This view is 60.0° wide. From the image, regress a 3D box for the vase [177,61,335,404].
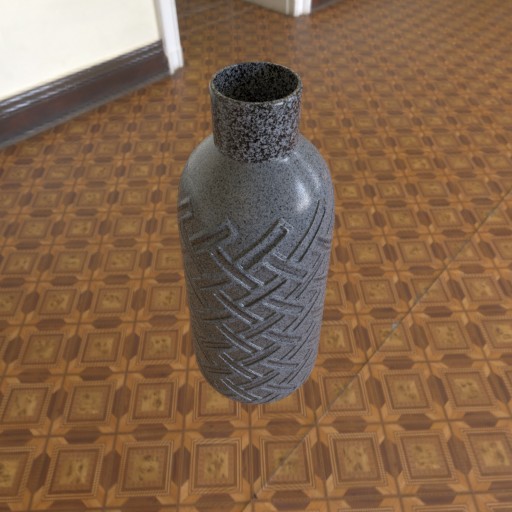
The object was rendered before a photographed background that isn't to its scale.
[{"bbox_3d":[0.000,0.000,0.346,0.122,0.282,0.122,0,47,0],"label":"vase"}]
